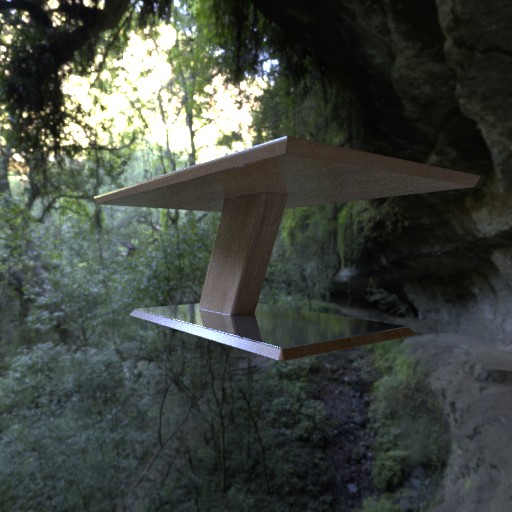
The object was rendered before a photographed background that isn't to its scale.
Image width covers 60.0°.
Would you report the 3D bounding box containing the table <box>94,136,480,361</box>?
[{"bbox_3d":[0.000,0.000,1.434,0.692,0.441,1.100,0,1,-37],"label":"table"}]
